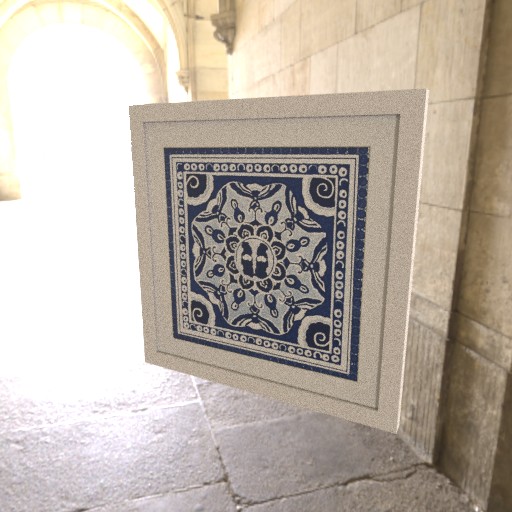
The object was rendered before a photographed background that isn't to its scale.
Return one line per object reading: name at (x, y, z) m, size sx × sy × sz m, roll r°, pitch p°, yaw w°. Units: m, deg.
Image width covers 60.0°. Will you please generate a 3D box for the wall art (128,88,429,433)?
wall art at (0.000, 0.000, 0.832) m, size 0.559 × 0.559 × 0.028 m, roll 7°, pitch 16°, yaw 27°
